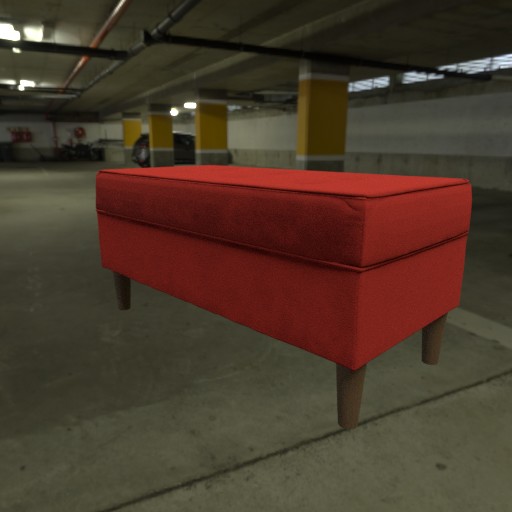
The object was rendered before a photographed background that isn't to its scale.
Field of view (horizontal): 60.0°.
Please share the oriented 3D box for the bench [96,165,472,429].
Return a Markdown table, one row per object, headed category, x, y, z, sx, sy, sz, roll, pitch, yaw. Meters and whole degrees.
| category | x | y | z | sx | sy | sz | roll | pitch | yaw |
| --- | --- | --- | --- | --- | --- | --- | --- | --- | --- |
| bench | 0.000 | 0.000 | 1.287 | 0.492 | 0.471 | 1.016 | -14 | 20 | -43 |
